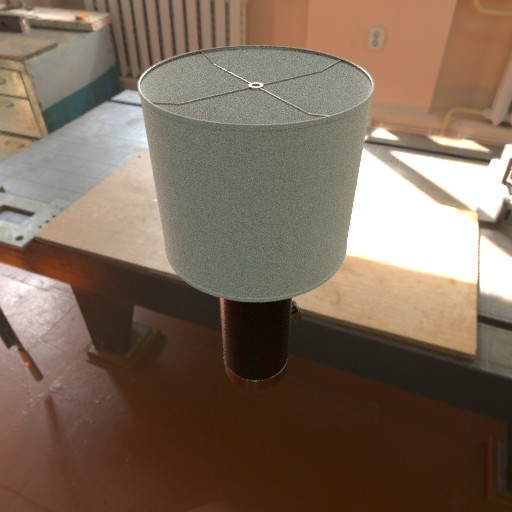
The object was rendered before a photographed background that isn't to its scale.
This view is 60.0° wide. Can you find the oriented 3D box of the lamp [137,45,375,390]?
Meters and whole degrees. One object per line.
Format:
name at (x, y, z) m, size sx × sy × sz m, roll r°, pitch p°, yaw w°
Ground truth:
lamp at (0.000, 0.000, 0.613) m, size 0.240 × 0.482 × 0.241 m, roll -23°, pitch 45°, yaw -25°
